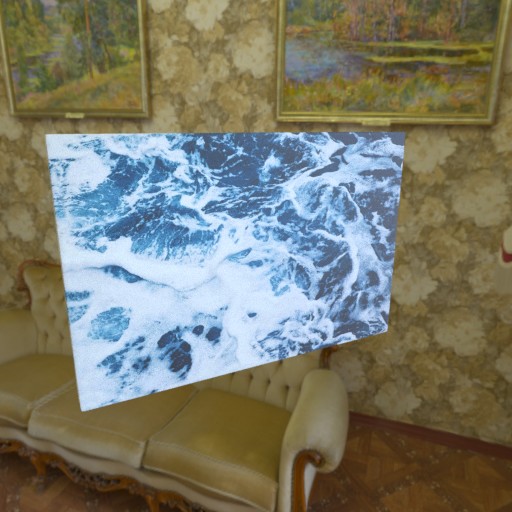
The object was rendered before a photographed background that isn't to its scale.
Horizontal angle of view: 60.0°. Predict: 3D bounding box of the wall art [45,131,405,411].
[{"bbox_3d":[0.000,0.000,1.139,0.915,0.610,0.042,-8,18,-26],"label":"wall art"}]
